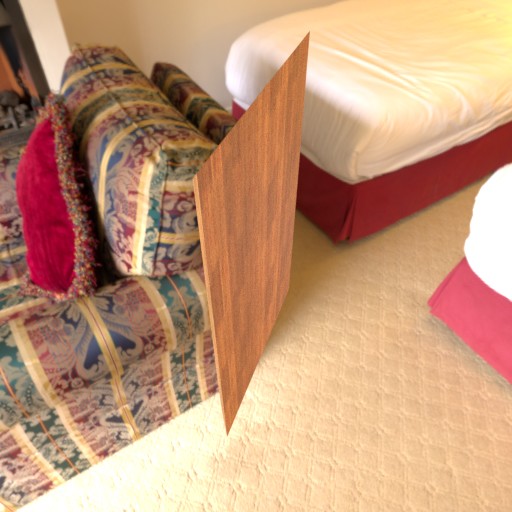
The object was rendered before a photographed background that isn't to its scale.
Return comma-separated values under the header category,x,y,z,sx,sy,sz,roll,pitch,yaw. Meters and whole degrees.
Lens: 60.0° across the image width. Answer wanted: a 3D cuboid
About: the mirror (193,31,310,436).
category,x,y,z,sx,sy,sz,roll,pitch,yaw
mirror,0.000,0.000,1.267,0.047,1.010,0.651,15,48,14
